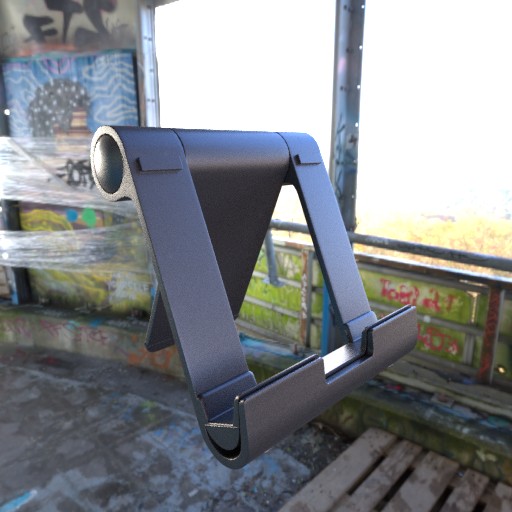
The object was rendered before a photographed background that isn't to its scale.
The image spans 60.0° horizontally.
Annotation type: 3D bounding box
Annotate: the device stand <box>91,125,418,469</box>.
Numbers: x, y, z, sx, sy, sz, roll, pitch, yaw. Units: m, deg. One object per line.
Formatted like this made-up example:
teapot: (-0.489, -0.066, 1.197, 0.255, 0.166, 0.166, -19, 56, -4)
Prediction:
device stand: (0.000, 0.000, 0.150, 0.079, 0.084, 0.088, 13, 19, 43)
